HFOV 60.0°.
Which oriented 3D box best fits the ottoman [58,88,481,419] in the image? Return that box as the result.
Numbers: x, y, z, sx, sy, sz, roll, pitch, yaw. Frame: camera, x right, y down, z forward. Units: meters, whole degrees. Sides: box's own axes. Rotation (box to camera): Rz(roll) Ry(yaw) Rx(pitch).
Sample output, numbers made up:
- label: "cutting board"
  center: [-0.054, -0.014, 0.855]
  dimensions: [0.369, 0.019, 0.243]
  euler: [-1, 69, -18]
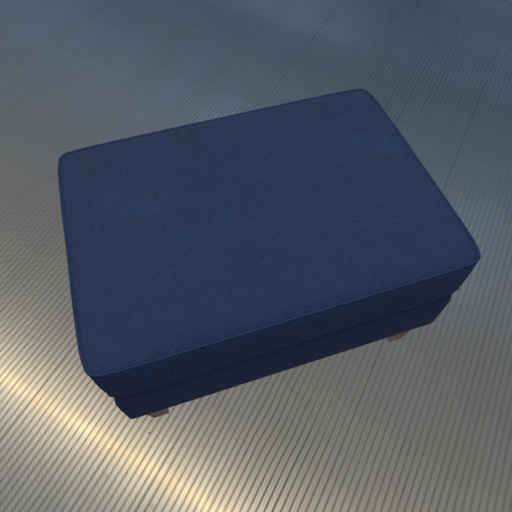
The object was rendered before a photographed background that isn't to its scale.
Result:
- label: "ottoman"
  center: [0.000, 0.000, 1.356]
  dimensions: [0.965, 0.584, 0.686]
  euler: [-15, 59, -9]
